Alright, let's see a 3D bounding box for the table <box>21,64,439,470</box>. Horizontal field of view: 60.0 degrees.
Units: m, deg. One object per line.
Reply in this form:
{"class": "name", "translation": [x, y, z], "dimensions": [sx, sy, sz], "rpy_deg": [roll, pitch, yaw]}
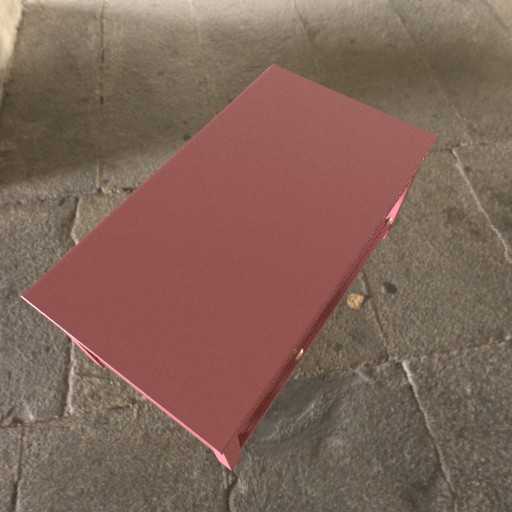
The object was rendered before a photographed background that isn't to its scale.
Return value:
{"class": "table", "translation": [0.000, 0.000, 1.396], "dimensions": [0.612, 0.493, 1.068], "rpy_deg": [31, 64, 17]}
